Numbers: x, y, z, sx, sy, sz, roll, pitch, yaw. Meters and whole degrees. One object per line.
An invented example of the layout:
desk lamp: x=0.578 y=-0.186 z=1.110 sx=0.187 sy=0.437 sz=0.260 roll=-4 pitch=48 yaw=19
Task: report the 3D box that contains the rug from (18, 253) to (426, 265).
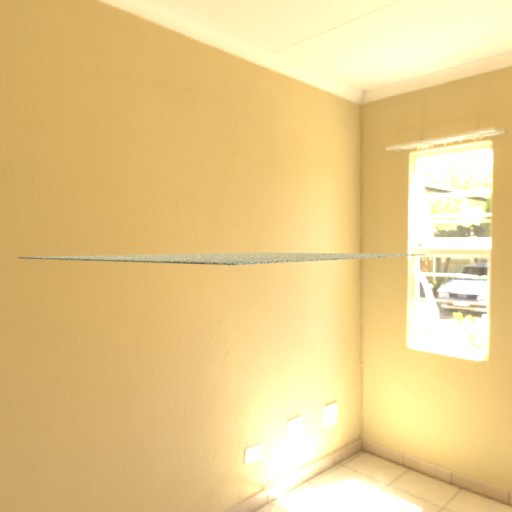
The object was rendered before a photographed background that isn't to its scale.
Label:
rug: x=0.000 y=0.000 z=2.188 sx=1.142 sy=0.006 sz=1.752 roll=1 pitch=1 yaw=36
